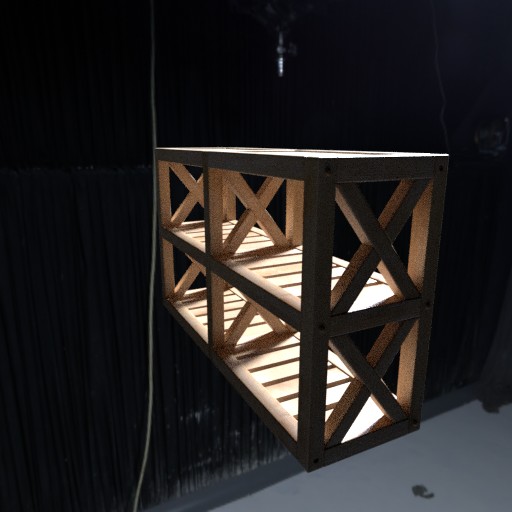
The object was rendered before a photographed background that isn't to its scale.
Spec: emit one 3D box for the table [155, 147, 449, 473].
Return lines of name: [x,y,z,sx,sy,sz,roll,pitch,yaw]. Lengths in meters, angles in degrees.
table: [0.000,0.000,1.642,0.381,0.762,1.320,-7,16,-26]
